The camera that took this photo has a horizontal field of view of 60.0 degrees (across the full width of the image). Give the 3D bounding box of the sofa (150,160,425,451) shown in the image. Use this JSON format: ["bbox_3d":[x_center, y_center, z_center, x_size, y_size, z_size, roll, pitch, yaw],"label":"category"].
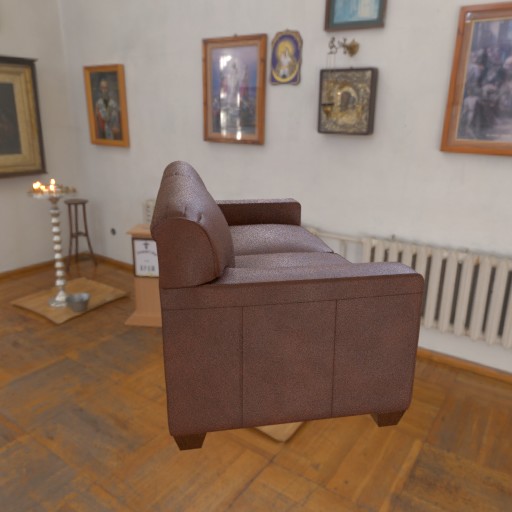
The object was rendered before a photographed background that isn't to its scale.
[{"bbox_3d":[0.000,0.000,2.434,1.000,0.966,1.856,-3,16,-10],"label":"sofa"}]
